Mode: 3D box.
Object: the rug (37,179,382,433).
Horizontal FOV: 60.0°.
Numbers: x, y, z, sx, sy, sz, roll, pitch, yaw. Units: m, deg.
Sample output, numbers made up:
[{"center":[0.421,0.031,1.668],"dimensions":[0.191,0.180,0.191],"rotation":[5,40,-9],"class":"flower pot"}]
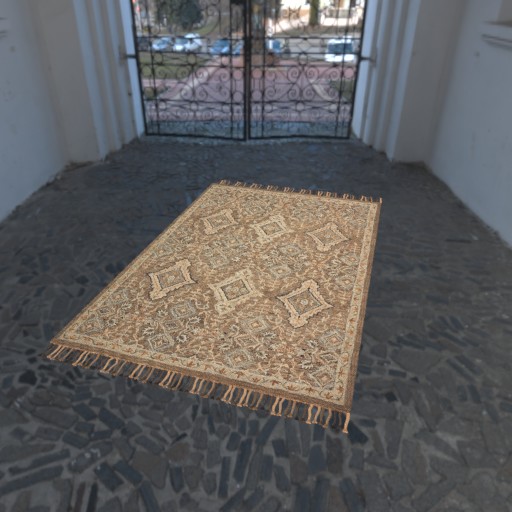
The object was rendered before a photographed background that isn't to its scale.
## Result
[{"center":[0.000,0.000,2.979],"dimensions":[1.516,0.010,2.434],"rotation":[9,32,14],"class":"rug"}]
